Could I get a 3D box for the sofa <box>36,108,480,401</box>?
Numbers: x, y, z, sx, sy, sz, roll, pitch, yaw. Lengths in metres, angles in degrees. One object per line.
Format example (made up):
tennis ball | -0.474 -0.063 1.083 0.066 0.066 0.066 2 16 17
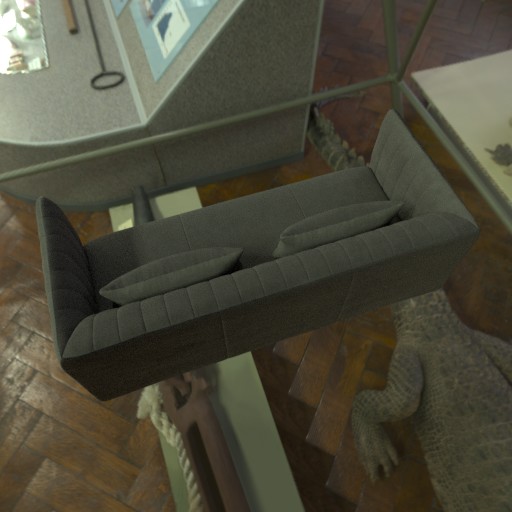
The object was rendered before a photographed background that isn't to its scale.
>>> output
sofa | 0.000 0.000 2.369 1.980 0.780 0.876 -17 60 -10
